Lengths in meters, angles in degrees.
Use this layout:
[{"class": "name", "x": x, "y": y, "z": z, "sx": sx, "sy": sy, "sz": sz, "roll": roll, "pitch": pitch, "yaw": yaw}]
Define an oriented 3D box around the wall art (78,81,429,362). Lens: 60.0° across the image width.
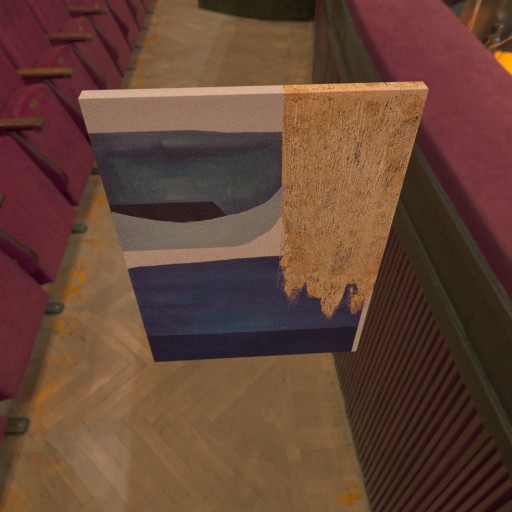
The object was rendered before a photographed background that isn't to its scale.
[{"class": "wall art", "x": 0.000, "y": 0.000, "z": 0.800, "sx": 0.458, "sy": 0.613, "sz": 0.026, "roll": -3, "pitch": 44, "yaw": -3}]
